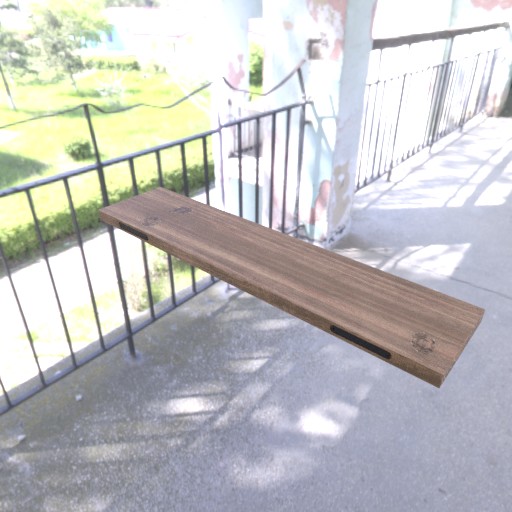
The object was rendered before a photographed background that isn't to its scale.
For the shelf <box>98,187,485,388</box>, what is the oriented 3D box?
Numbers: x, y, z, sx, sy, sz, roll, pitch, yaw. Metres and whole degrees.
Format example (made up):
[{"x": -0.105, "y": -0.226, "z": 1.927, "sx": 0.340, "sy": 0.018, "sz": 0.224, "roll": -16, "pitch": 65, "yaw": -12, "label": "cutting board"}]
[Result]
[{"x": 0.000, "y": 0.000, "z": 0.665, "sx": 0.610, "sy": 0.020, "sz": 0.140, "roll": 23, "pitch": 38, "yaw": 33, "label": "shelf"}]
